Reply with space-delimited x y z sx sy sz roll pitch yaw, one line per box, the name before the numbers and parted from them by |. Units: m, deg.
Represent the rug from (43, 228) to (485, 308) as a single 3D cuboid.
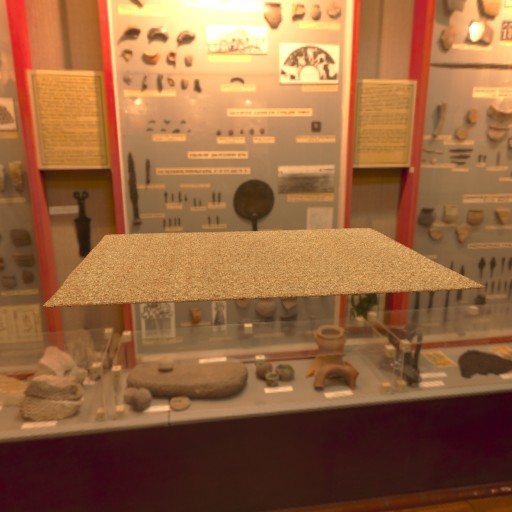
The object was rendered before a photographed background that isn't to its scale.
rug | 0.000 0.000 2.829 2.141 0.013 1.566 -2 15 -8
